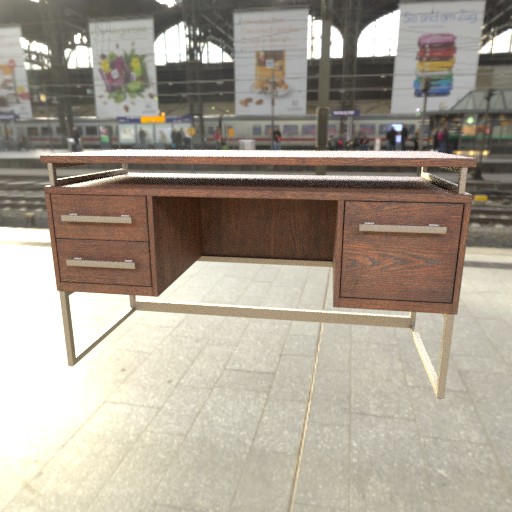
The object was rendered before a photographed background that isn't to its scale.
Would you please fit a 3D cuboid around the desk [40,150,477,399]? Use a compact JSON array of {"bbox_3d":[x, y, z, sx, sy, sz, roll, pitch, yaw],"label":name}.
[{"bbox_3d":[0.000,0.000,1.753,1.384,0.792,0.610,2,15,9],"label":"desk"}]
